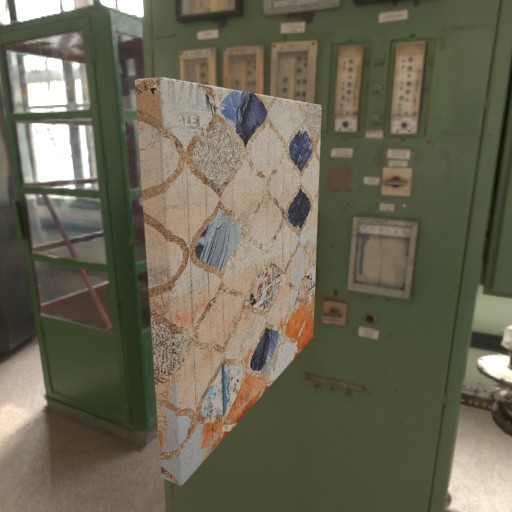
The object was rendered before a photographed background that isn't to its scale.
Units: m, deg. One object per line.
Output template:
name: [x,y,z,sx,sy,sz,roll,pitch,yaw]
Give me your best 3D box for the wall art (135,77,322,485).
wall art: [0.000,0.000,0.745,0.038,0.508,0.507,8,17,26]
